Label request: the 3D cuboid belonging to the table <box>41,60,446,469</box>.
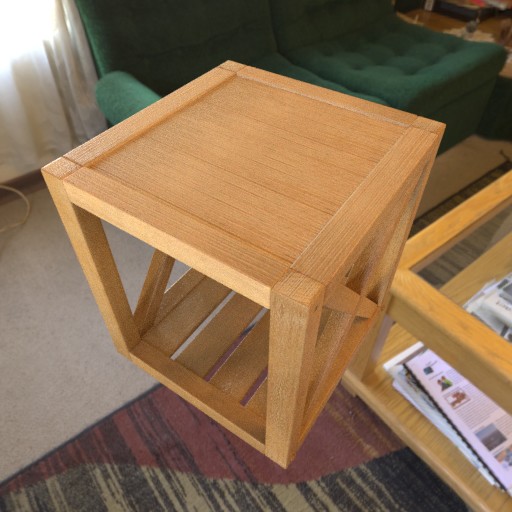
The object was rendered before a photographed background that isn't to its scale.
[{"bbox_3d":[0.000,0.000,1.056,0.558,0.610,0.559,26,52,23],"label":"table"}]
